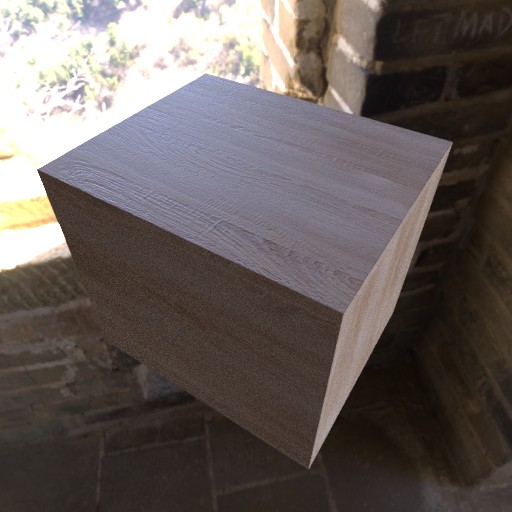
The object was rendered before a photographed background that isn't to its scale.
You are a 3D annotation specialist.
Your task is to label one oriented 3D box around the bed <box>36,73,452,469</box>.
[{"bbox_3d":[0.000,0.000,0.785,0.460,0.420,0.401,24,50,23],"label":"bed"}]
